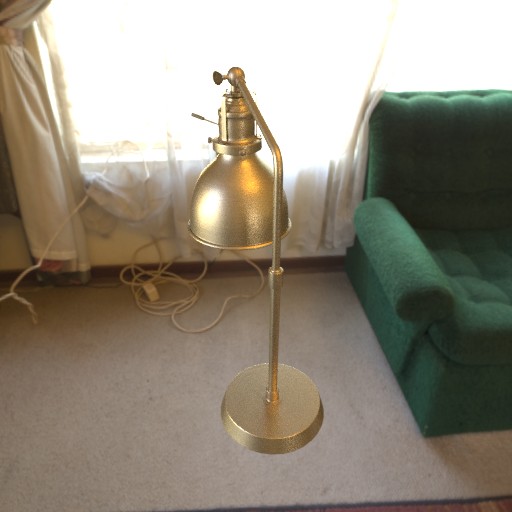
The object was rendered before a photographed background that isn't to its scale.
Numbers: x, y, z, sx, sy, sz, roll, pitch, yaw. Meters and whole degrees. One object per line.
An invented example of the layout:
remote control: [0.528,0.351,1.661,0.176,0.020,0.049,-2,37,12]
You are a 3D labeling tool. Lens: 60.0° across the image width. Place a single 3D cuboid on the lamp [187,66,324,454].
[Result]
lamp: [0.000,0.000,0.596,0.153,0.456,0.286,-11,33,-18]
